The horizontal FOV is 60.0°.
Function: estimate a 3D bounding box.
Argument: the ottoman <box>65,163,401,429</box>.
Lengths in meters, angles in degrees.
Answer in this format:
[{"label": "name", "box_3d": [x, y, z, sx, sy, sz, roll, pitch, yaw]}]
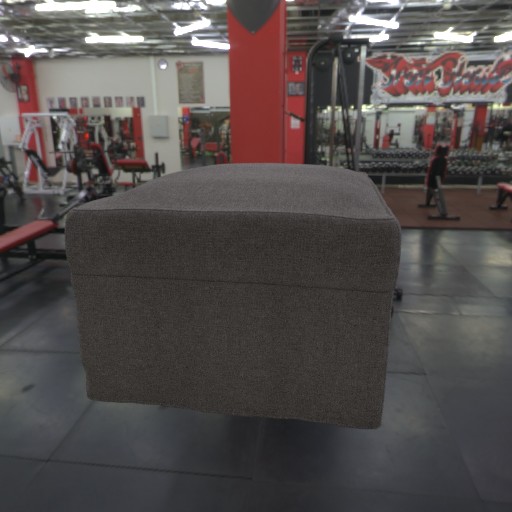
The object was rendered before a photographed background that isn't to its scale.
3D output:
[{"label": "ottoman", "box_3d": [0.000, 0.000, 1.244, 0.652, 0.492, 0.833, 3, 17, 9]}]
